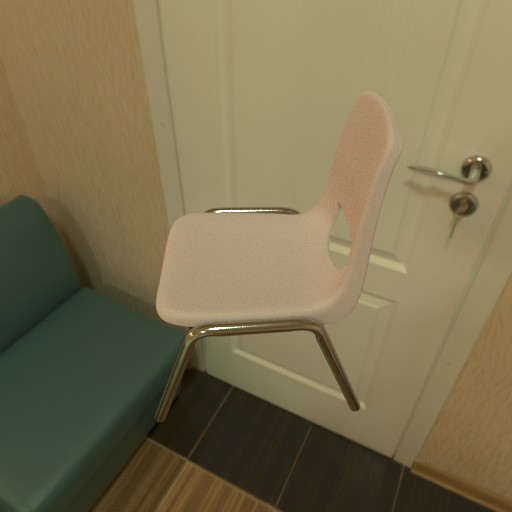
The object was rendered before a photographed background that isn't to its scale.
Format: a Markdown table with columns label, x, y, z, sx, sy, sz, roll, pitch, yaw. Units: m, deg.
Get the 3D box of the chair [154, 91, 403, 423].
| label | x | y | z | sx | sy | sz | roll | pitch | yaw |
| --- | --- | --- | --- | --- | --- | --- | --- | --- | --- |
| chair | 0.000 | 0.000 | 0.846 | 0.423 | 0.586 | 0.354 | -1 | 41 | -1 |
